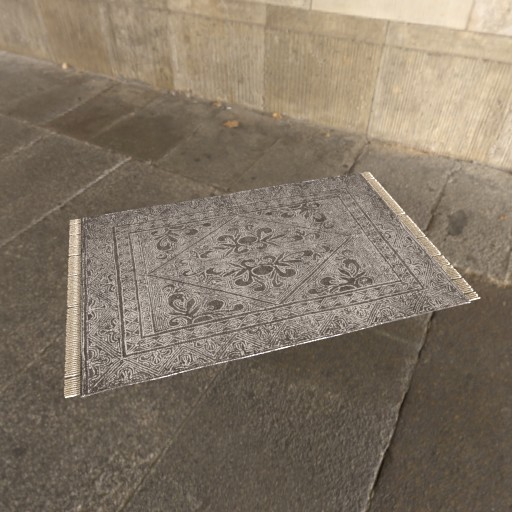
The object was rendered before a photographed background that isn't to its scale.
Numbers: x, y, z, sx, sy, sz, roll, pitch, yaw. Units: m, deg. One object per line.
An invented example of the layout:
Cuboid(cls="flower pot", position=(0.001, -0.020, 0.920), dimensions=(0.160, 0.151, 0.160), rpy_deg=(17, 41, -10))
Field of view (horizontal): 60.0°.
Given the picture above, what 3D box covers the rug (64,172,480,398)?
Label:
Cuboid(cls="rug", position=(0.000, 0.000, 3.004), dimensions=(2.440, 0.010, 1.529), rpy_deg=(-11, 44, -12))
